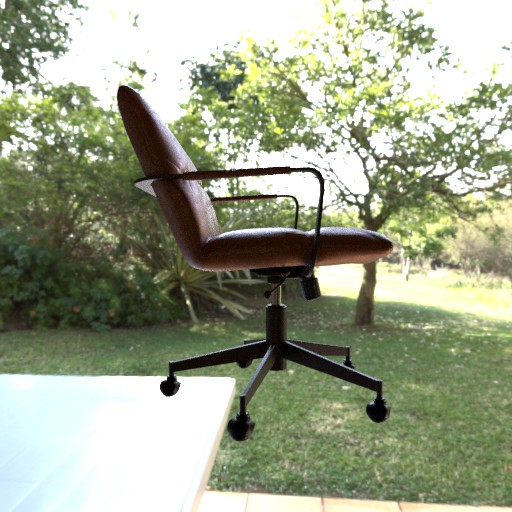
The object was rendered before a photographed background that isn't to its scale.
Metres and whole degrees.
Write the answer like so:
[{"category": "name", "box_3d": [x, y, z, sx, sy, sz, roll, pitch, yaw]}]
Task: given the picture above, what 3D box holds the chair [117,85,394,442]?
[{"category": "chair", "box_3d": [0.000, 0.000, 1.437, 0.754, 0.922, 0.727, 0, 1, -1]}]
